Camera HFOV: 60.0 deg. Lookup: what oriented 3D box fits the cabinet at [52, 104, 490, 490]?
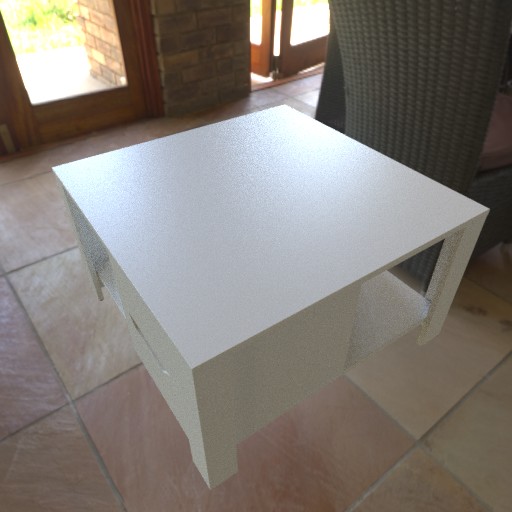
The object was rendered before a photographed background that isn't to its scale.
[{"bbox_3d":[0.000,0.000,1.277,0.800,0.460,0.800,-24,45,-26],"label":"cabinet"}]
